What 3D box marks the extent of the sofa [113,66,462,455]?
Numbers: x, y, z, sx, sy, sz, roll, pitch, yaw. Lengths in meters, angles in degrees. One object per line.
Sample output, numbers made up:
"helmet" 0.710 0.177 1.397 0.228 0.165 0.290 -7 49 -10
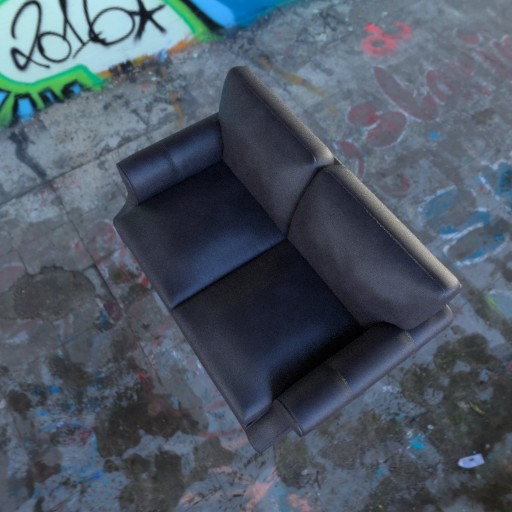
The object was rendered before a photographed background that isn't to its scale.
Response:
"sofa" 0.000 0.000 2.271 1.030 0.979 1.663 -31 67 -15
